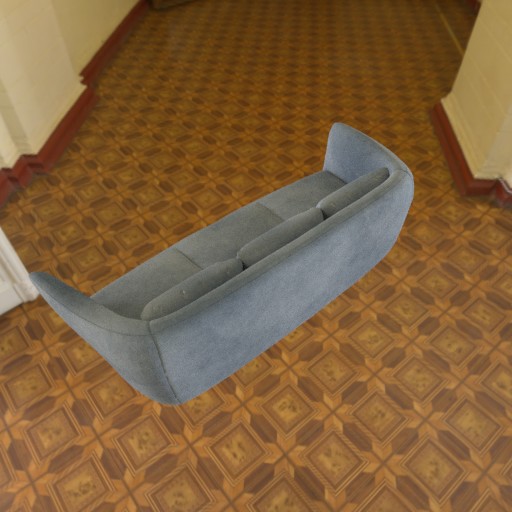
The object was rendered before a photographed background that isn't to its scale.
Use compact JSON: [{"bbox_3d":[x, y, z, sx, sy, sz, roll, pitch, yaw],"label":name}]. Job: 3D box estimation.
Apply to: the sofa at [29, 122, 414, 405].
[{"bbox_3d":[0.000,0.000,2.496,2.095,0.795,0.849,-32,54,-26],"label":"sofa"}]
